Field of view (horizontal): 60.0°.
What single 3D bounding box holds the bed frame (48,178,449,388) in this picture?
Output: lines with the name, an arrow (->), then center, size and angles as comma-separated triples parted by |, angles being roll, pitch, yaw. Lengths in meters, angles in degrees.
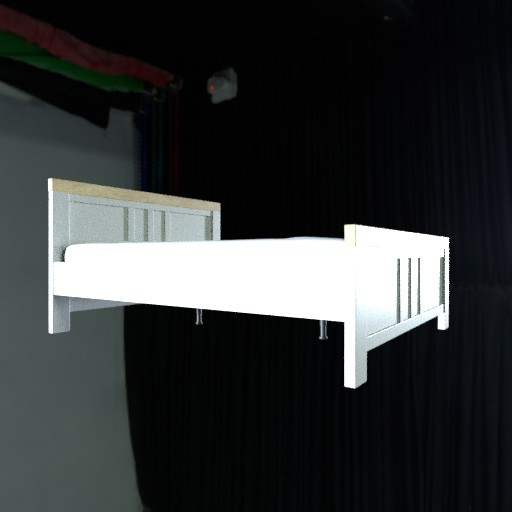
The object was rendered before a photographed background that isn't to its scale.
bed frame -> 0.000, 0.000, 2.921 | 2.050, 0.980, 1.670 | 0, 0, 34
